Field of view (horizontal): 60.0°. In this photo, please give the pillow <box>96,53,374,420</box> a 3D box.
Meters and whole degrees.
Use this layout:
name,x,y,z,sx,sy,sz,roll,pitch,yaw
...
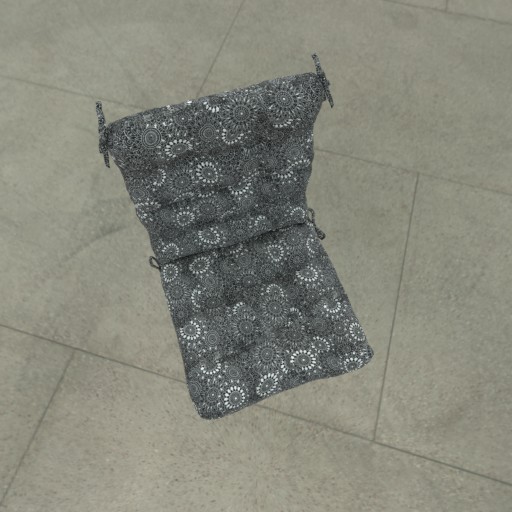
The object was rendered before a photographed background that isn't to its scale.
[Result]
name,x,y,z,sx,sy,sz,roll,pitch,yaw
pillow,0.000,0.000,1.034,0.519,0.605,0.571,-17,65,-8
